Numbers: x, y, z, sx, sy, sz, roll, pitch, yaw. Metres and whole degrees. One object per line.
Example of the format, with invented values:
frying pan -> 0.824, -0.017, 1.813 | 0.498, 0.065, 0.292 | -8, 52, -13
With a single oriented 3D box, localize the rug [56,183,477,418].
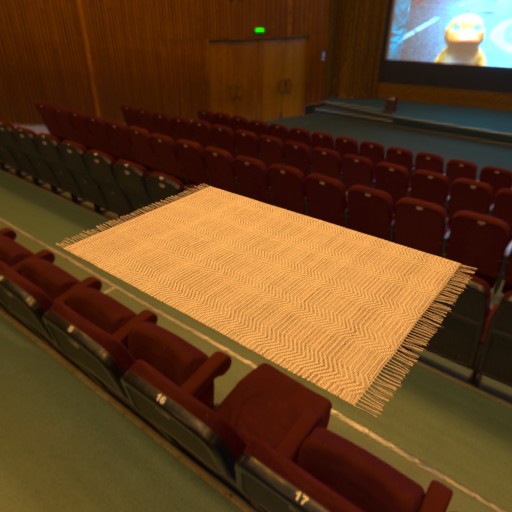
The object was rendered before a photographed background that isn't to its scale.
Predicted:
rug -> 0.000, 0.000, 2.447 | 2.021, 0.027, 1.224 | 22, 36, 32
